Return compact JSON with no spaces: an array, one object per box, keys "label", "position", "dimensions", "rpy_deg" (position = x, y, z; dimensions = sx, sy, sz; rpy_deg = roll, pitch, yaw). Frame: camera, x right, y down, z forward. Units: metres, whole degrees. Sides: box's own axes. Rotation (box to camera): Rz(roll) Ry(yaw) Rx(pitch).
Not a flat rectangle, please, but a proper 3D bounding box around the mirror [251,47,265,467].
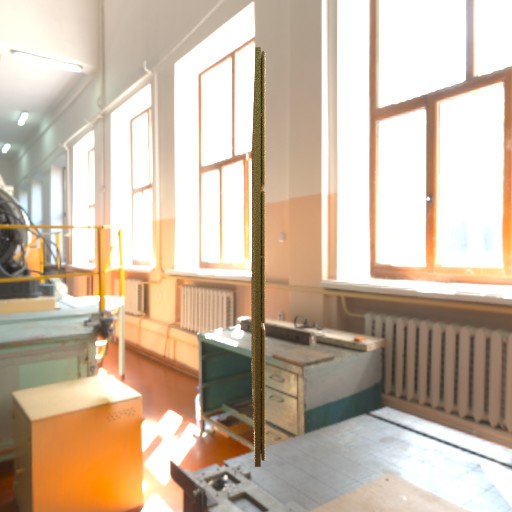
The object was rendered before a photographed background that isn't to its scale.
[{"label":"mirror","position":[0.000,0.000,1.484],"dimensions":[0.023,0.926,1.011],"rpy_deg":[0,0,-1]}]
